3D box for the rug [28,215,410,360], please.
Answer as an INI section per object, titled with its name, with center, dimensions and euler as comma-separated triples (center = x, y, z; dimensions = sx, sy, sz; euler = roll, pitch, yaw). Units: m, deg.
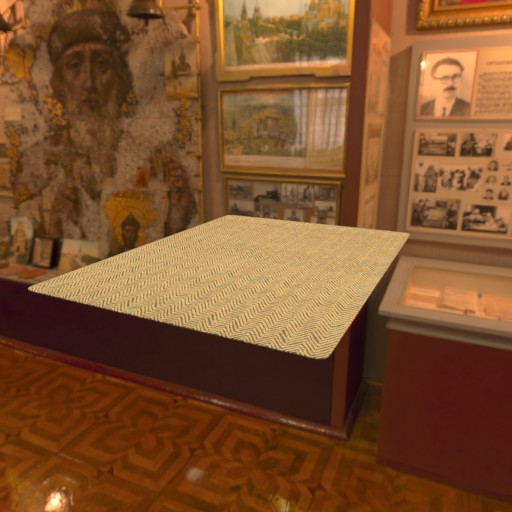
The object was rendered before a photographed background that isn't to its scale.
[rug]
center = 0.000, 0.000, 4.304
dimensions = 2.439, 0.014, 3.207
euler = 8, 19, 25
